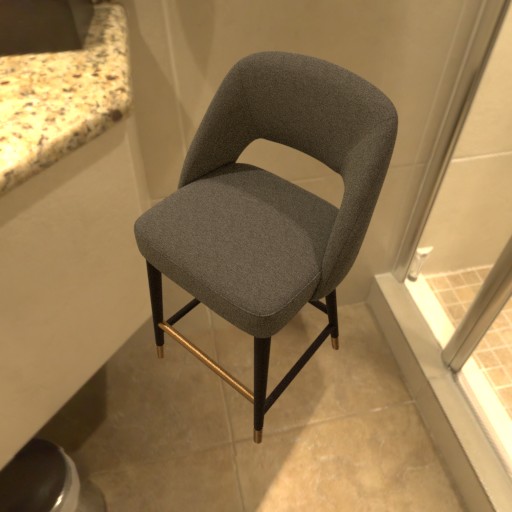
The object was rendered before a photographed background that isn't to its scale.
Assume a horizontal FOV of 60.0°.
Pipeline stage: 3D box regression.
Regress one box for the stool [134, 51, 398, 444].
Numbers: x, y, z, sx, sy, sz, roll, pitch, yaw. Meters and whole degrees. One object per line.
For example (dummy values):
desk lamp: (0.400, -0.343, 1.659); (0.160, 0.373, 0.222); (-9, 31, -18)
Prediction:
stool: (0.000, 0.000, 1.232); (0.536, 0.925, 0.524); (32, 55, 26)
